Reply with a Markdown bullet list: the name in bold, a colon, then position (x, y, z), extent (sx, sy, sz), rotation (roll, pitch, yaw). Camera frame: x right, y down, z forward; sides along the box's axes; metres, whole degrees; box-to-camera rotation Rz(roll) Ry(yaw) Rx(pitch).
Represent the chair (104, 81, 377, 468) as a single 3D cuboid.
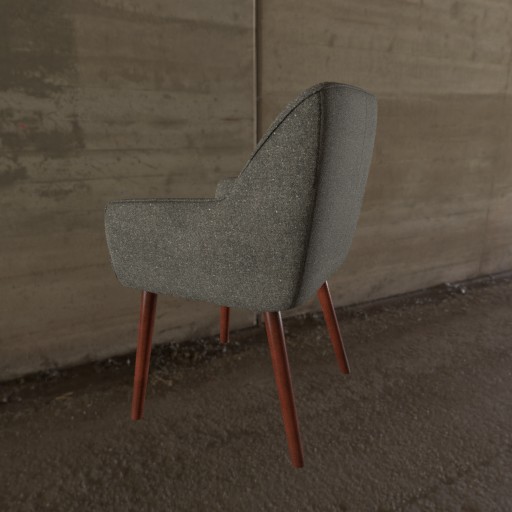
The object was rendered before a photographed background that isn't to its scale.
- **chair**: position (0.000, 0.000, 1.149), extent (0.519, 0.803, 0.543), rotation (7, 18, 24)
